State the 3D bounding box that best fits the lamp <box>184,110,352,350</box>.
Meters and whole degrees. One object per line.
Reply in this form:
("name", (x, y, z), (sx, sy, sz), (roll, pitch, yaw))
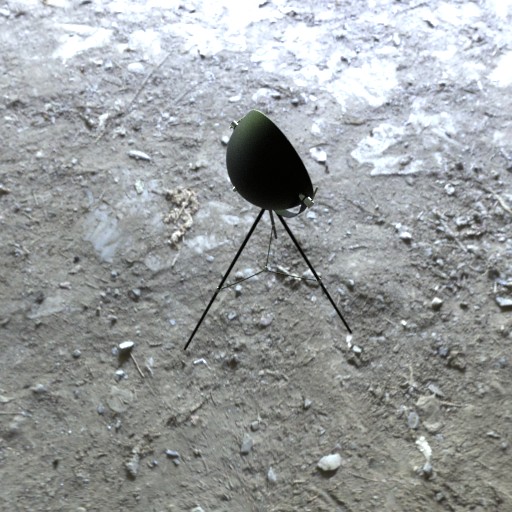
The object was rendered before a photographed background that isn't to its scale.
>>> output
("lamp", (0.000, 0.000, 2.066), (0.920, 1.512, 0.817), (-31, 64, -17))
